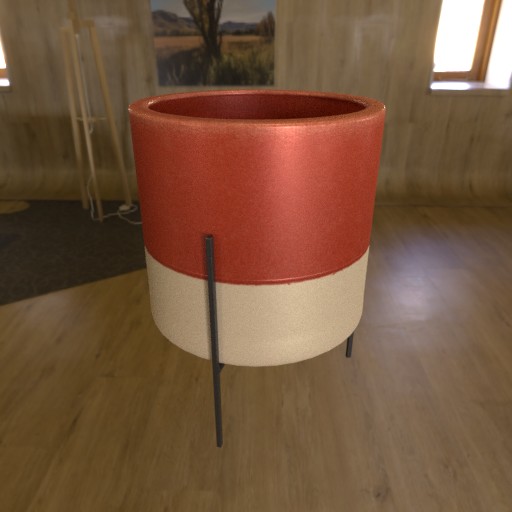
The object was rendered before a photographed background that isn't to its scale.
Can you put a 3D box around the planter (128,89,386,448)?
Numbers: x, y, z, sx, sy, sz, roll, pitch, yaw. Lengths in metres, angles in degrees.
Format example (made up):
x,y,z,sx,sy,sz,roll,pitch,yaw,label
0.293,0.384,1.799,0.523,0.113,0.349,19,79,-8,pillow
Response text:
x,y,z,sx,sy,sz,roll,pitch,yaw,label
0.000,0.000,0.703,0.345,0.465,0.354,8,27,16,planter
